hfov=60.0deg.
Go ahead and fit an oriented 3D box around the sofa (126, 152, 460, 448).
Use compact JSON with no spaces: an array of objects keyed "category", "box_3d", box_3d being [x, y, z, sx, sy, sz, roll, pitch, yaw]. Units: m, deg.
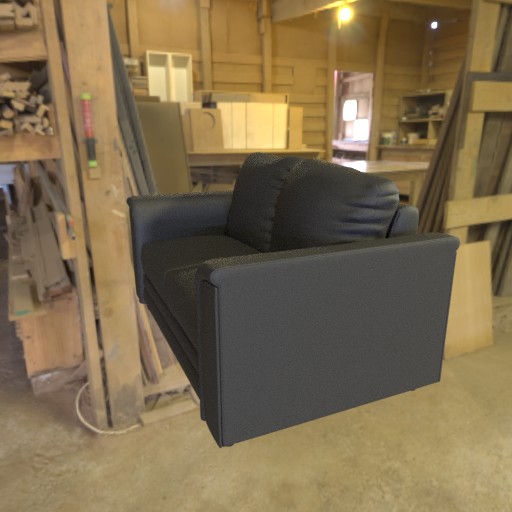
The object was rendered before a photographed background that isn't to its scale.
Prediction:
[{"category":"sofa","box_3d":[0.000,0.000,1.962,0.887,0.845,1.386,-7,18,-23]}]
